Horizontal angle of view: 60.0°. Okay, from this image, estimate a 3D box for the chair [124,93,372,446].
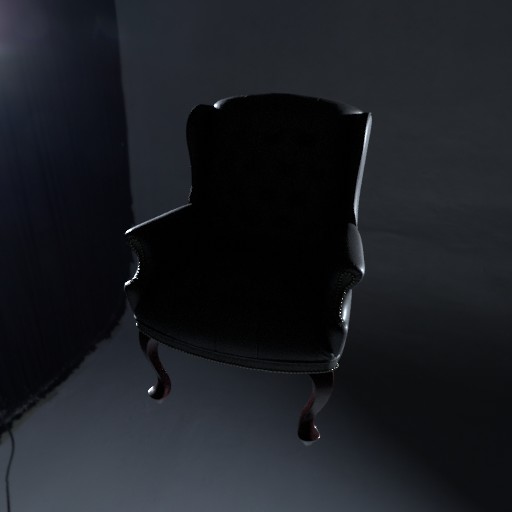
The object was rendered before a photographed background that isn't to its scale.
[{"bbox_3d":[0.000,0.000,1.684,0.838,1.111,0.762,9,27,17],"label":"chair"}]
